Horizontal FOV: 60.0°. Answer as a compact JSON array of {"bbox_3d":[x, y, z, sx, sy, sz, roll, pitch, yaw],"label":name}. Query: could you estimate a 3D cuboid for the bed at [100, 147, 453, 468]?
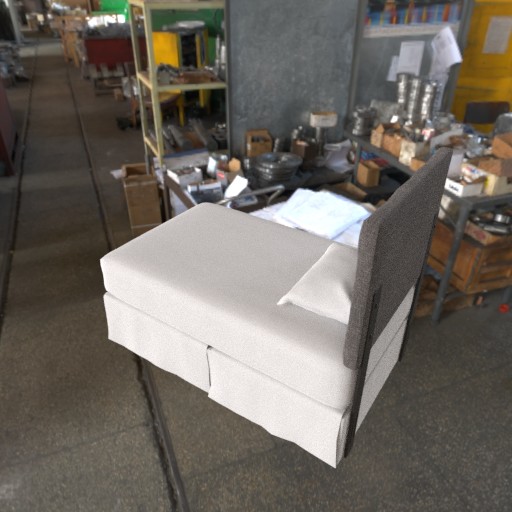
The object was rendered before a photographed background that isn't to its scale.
[{"bbox_3d":[0.000,0.000,3.014,1.997,1.571,1.261,20,37,29],"label":"bed"}]
